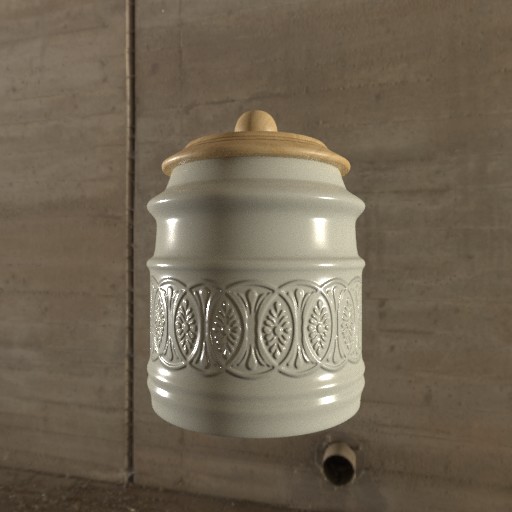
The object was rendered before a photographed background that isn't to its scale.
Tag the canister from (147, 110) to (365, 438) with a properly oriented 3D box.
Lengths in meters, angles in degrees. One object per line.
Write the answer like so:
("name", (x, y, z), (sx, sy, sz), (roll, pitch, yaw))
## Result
("canister", (0.000, 0.000, 0.271), (0.130, 0.176, 0.130), (0, 0, 0))
